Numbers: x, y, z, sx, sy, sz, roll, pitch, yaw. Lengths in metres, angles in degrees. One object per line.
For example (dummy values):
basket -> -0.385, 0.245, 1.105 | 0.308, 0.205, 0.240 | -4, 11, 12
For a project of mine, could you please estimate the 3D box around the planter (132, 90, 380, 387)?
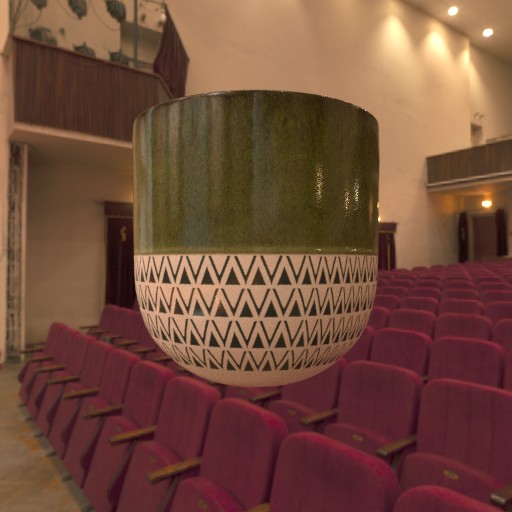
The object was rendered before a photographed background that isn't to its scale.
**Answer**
planter -> 0.000, 0.000, 0.493 | 0.266, 0.270, 0.266 | 0, -1, 0
